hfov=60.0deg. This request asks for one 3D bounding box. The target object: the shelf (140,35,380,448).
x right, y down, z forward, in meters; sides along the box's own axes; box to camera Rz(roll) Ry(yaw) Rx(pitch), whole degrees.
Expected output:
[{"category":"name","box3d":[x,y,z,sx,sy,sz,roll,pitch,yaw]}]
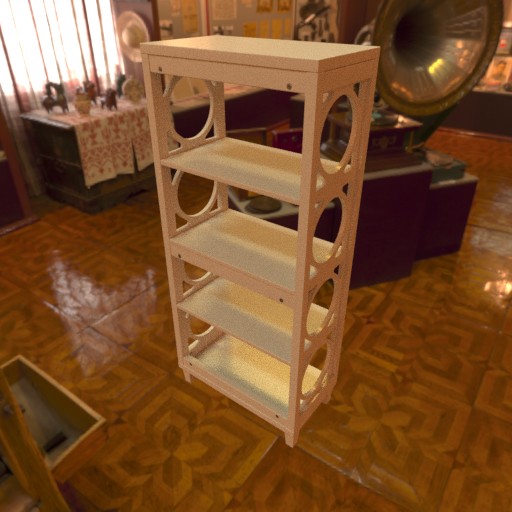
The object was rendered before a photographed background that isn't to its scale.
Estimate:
[{"category":"shelf","box3d":[0.000,0.000,1.632,0.611,1.411,0.340,21,37,31]}]
